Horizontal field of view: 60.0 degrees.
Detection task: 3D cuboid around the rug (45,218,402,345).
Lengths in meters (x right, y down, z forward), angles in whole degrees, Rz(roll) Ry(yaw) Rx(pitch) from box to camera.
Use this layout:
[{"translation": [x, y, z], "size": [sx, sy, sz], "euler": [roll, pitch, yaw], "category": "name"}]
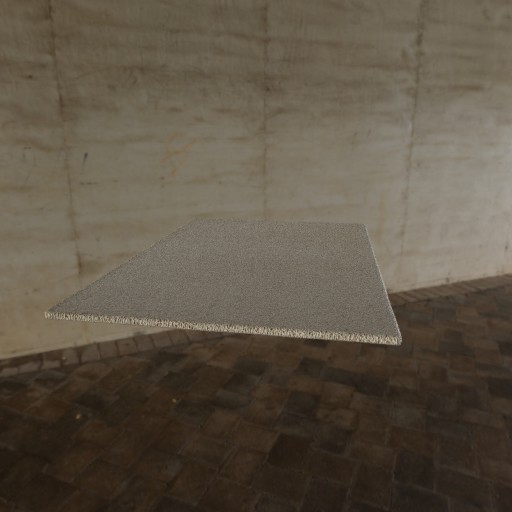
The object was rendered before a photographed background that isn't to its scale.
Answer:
[{"translation": [0.000, 0.000, 2.303], "size": [1.219, 0.030, 1.778], "euler": [3, 16, 9], "category": "rug"}]
